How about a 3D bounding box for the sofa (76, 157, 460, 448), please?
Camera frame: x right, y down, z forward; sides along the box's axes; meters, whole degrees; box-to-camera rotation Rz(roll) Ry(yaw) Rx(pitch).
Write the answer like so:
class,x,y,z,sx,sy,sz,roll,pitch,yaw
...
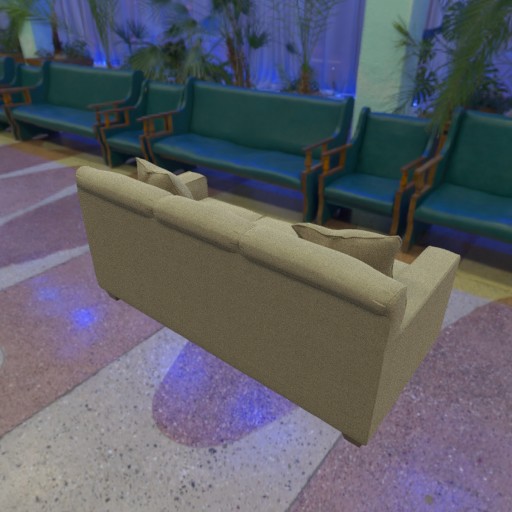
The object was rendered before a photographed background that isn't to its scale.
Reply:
class,x,y,z,sx,sy,sz,roll,pitch,yaw
sofa,0.000,0.000,2.616,2.024,0.958,0.997,22,37,32
